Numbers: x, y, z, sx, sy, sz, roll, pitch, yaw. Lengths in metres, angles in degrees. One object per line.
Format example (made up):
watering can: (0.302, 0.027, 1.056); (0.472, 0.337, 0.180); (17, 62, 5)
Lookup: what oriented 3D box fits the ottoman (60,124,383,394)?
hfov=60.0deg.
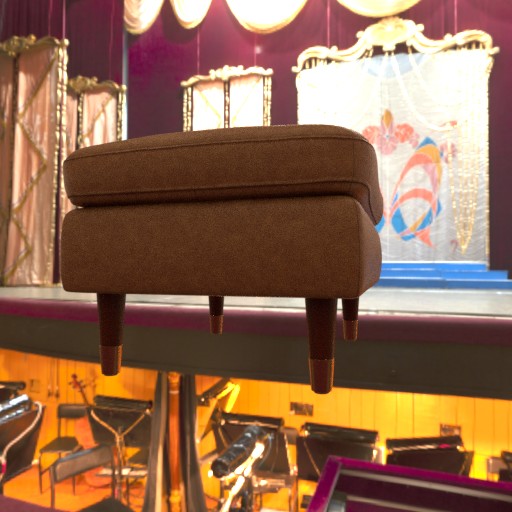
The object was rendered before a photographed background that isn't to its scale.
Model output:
ottoman: (0.000, 0.000, 1.087); (0.593, 0.478, 0.747); (0, -1, 17)
